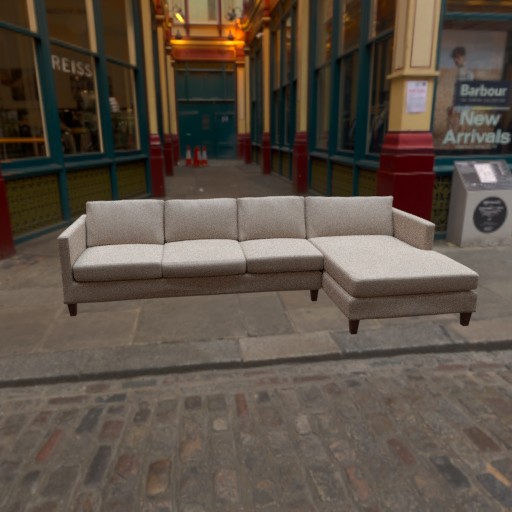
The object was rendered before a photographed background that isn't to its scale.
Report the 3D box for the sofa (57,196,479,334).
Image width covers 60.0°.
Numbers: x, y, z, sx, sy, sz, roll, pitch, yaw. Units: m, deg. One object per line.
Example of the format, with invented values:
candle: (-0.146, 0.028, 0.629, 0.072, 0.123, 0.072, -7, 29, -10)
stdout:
sofa: (0.000, 0.000, 3.843, 3.186, 0.846, 1.625, -3, 16, -9)
